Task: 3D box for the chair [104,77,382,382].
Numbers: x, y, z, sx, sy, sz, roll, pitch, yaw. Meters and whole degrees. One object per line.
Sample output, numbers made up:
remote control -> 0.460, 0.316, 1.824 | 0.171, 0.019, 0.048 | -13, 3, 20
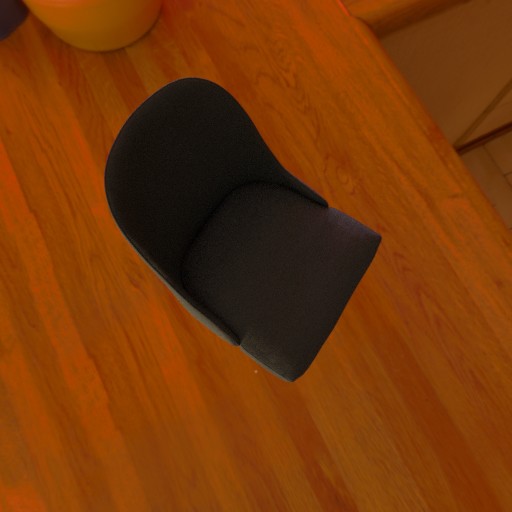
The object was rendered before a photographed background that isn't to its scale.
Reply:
chair -> 0.000, 0.000, 1.216 | 0.559, 0.896, 0.478 | 32, 78, 8
